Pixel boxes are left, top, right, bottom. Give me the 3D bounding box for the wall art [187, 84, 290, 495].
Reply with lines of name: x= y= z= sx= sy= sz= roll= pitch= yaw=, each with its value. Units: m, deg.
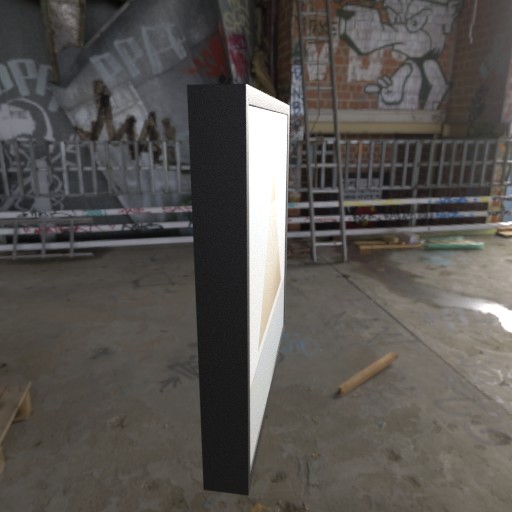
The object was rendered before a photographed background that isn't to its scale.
wall art: x=0.000 y=0.000 z=0.452 sx=0.037 sy=0.303 sz=0.304 roll=3 pitch=17 yaw=9
